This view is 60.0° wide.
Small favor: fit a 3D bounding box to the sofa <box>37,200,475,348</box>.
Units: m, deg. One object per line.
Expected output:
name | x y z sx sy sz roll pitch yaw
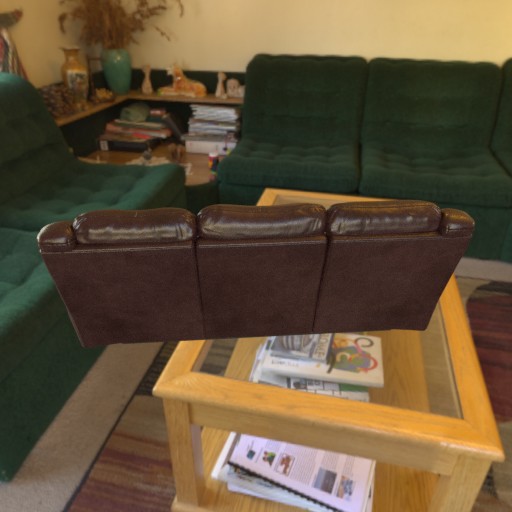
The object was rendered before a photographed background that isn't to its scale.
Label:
sofa | 0.000 0.000 2.835 2.337 1.043 0.991 -2 31 -4
